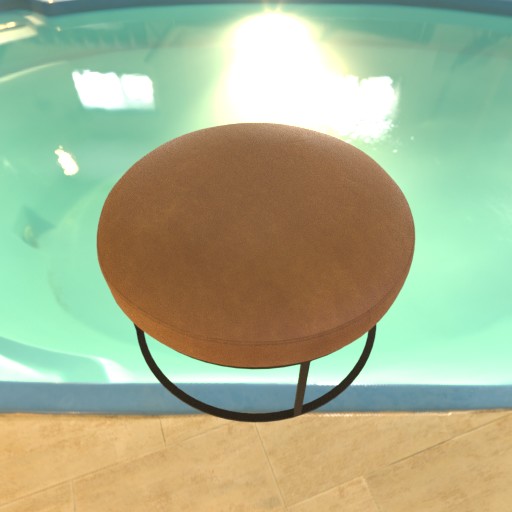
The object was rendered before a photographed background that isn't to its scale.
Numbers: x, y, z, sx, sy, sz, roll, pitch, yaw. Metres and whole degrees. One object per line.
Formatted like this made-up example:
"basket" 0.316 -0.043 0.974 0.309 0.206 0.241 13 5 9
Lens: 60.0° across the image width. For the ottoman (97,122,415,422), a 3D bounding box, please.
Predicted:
"ottoman" 0.000 0.000 1.213 0.771 0.460 0.771 0 48 0
